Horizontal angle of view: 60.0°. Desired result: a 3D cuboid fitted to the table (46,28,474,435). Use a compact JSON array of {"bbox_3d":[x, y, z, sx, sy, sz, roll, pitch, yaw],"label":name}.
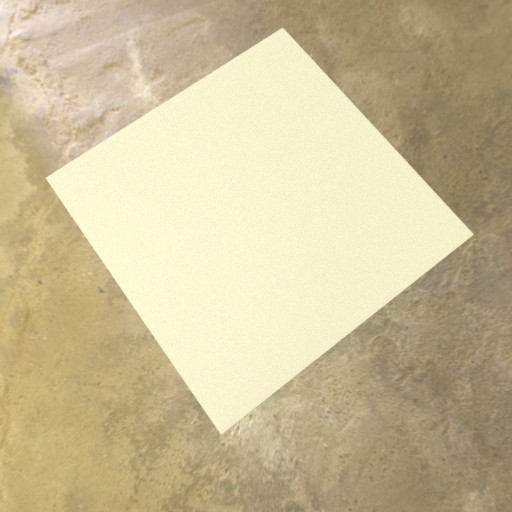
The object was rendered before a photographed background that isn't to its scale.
[{"bbox_3d":[0.000,0.000,0.784,0.381,0.483,0.381,-36,78,-9],"label":"table"}]
